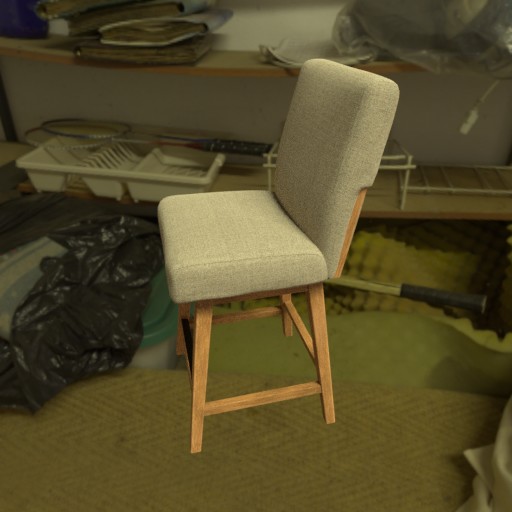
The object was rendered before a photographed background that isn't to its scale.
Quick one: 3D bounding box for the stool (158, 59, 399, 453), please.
[{"bbox_3d":[0.000,0.000,1.291,0.526,1.010,0.459,-7,31,-12],"label":"stool"}]
